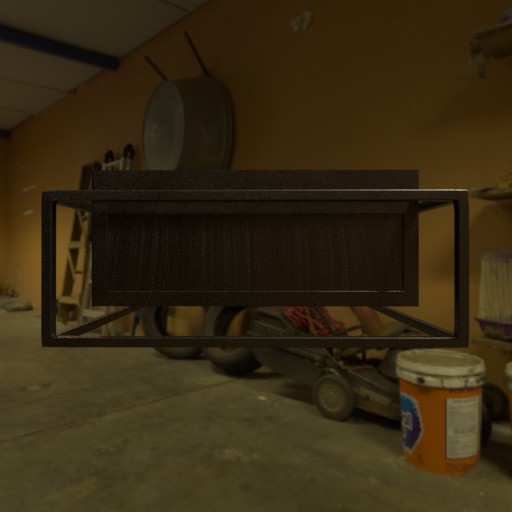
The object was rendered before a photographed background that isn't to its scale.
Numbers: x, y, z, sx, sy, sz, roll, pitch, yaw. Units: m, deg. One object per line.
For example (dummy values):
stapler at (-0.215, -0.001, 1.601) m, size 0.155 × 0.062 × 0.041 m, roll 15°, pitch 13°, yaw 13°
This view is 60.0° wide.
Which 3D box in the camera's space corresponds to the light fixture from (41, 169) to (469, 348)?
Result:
light fixture at (0.000, 0.000, 0.677) m, size 0.441 × 0.191 × 0.441 m, roll 0°, pitch 0°, yaw 0°
